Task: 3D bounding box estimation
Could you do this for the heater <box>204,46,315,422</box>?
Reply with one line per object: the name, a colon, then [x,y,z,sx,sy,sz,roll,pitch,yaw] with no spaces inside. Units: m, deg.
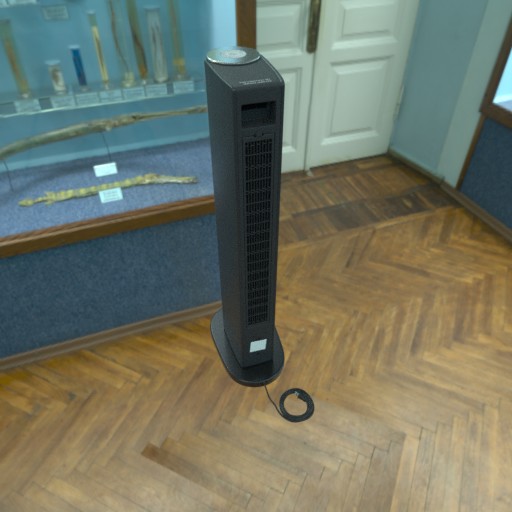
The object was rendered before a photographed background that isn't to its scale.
heater: [0.000,0.000,1.073,0.214,0.856,0.458,-12,42,-14]
